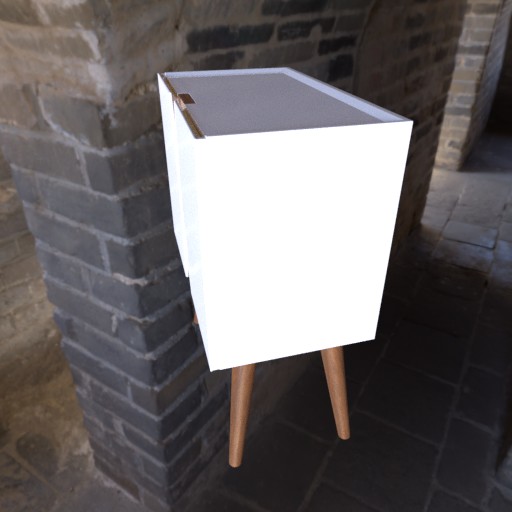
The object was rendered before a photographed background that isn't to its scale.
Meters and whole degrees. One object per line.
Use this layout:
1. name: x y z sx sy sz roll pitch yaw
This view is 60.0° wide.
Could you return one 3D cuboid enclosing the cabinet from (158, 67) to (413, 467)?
1. cabinet: 0.000 0.000 1.089 0.344 0.772 0.591 -8 32 -13
